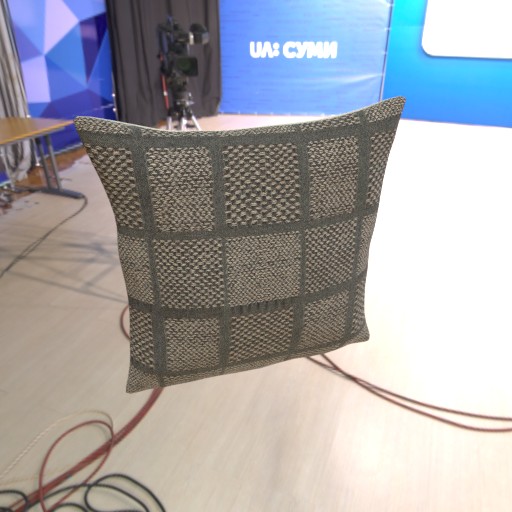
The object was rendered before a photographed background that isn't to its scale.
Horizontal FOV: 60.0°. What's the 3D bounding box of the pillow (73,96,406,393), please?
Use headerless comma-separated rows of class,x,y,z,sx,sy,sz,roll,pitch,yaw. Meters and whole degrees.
pillow,0.000,0.000,0.658,0.435,0.432,0.138,-9,31,-15
